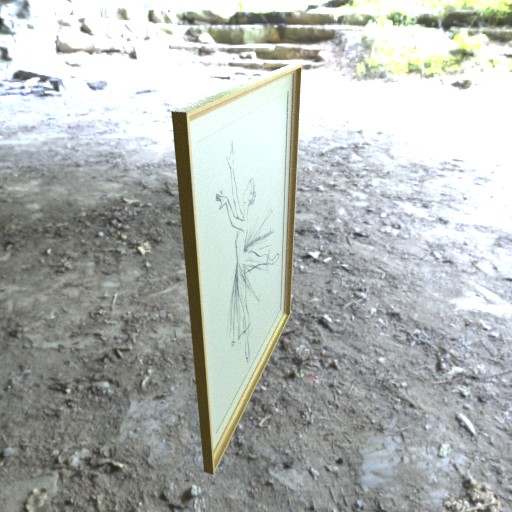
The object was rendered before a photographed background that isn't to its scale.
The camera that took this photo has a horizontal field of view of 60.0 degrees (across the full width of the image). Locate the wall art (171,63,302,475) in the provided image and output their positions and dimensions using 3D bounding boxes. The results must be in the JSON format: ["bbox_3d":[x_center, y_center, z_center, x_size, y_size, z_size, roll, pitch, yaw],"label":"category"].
[{"bbox_3d":[0.000,0.000,1.347,0.030,1.002,0.798,10,31,17],"label":"wall art"}]
